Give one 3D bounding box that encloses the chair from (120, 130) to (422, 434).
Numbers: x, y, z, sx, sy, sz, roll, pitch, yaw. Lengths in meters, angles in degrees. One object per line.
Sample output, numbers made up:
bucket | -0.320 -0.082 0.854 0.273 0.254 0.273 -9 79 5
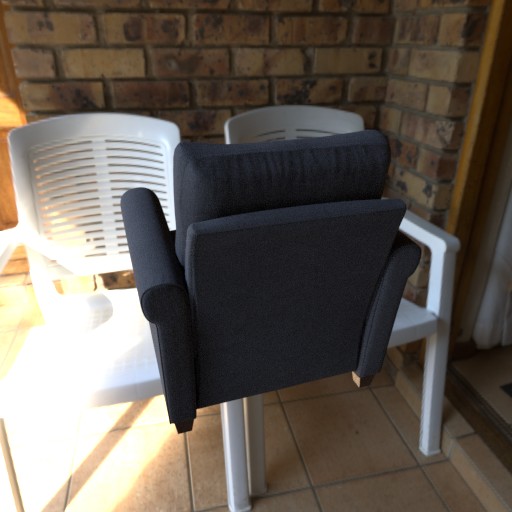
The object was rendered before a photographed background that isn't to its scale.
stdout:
chair | 0.000 0.000 1.588 0.867 0.942 0.828 -8 27 -17
